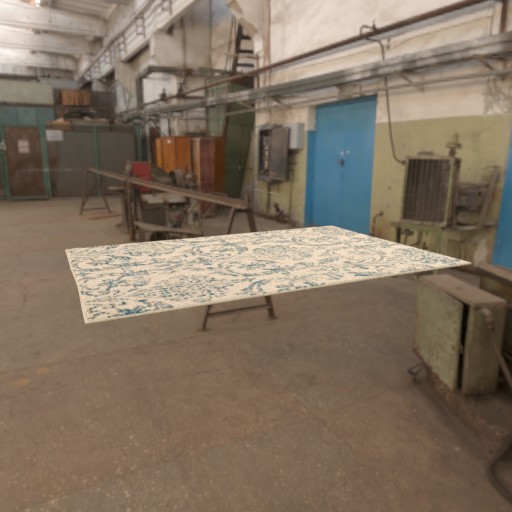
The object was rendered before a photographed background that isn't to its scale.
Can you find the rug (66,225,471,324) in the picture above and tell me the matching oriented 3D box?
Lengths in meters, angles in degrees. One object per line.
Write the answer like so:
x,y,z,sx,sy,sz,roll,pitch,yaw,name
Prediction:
0.000,0.000,2.383,1.831,0.012,1.213,-6,15,-25,rug
